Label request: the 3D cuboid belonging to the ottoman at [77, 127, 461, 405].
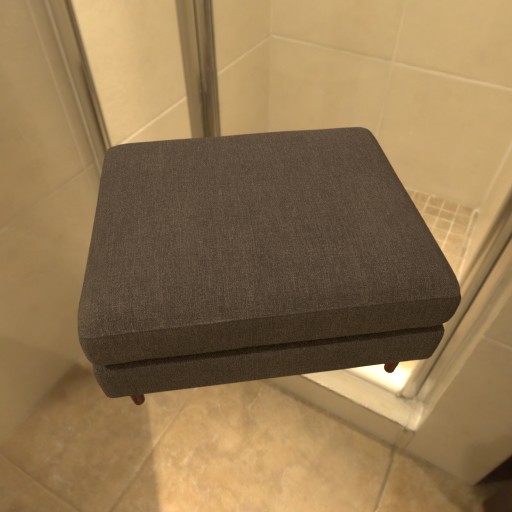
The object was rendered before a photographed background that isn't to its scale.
[{"bbox_3d":[0.000,0.000,1.257,0.821,0.474,0.693,-6,47,-5],"label":"ottoman"}]
